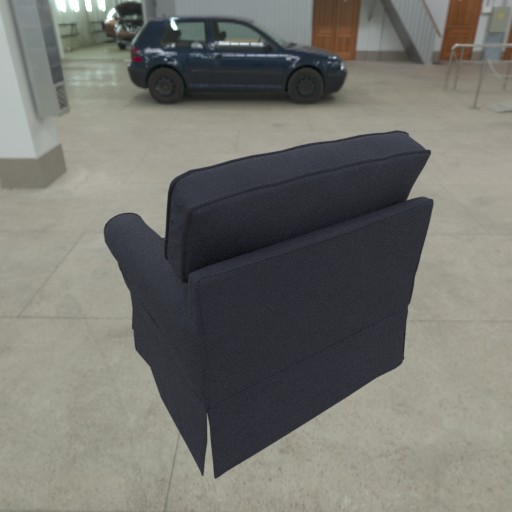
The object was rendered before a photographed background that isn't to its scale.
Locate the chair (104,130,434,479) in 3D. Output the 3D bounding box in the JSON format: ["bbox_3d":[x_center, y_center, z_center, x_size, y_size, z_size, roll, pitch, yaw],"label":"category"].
[{"bbox_3d":[0.000,0.000,1.976,1.119,1.140,1.002,-19,34,-30],"label":"chair"}]
